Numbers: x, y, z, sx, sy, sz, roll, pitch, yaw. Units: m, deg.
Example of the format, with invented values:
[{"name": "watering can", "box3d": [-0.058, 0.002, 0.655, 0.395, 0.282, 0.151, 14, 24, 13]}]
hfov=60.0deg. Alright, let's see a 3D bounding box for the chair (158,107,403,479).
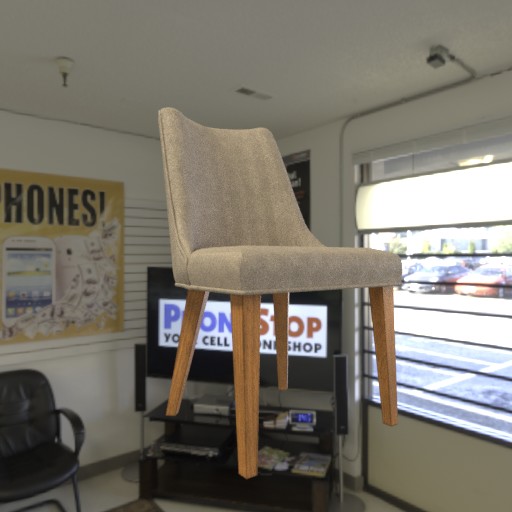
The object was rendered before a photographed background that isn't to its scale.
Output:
[{"name": "chair", "box3d": [0.000, 0.000, 1.307, 0.548, 0.916, 0.636, 0, 0, -36]}]
